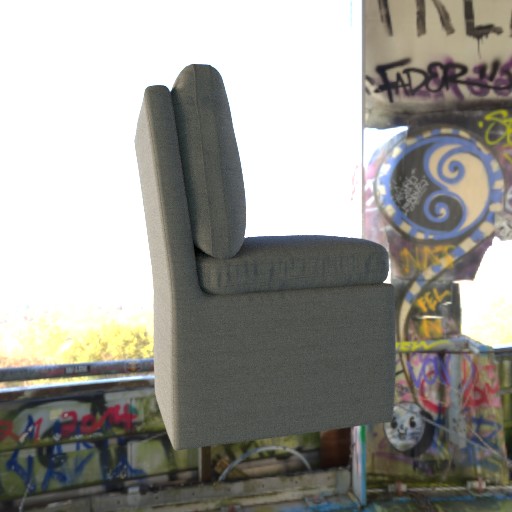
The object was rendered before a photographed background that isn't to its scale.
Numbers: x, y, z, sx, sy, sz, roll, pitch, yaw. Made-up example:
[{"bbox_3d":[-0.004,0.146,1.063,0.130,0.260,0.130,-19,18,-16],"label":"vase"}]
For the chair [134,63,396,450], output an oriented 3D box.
[{"bbox_3d":[0.000,0.000,1.344,0.698,0.927,0.503,0,0,-18],"label":"chair"}]
